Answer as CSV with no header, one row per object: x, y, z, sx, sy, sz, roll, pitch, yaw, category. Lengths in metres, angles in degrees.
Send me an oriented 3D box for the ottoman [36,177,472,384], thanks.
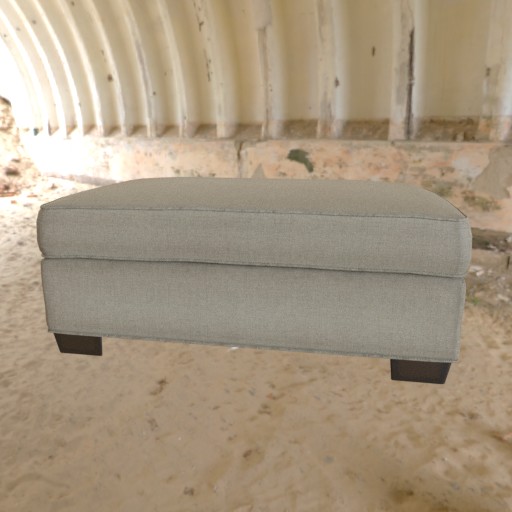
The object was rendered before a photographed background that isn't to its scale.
0.000,0.000,1.396,1.097,0.461,0.617,3,16,9,ottoman
